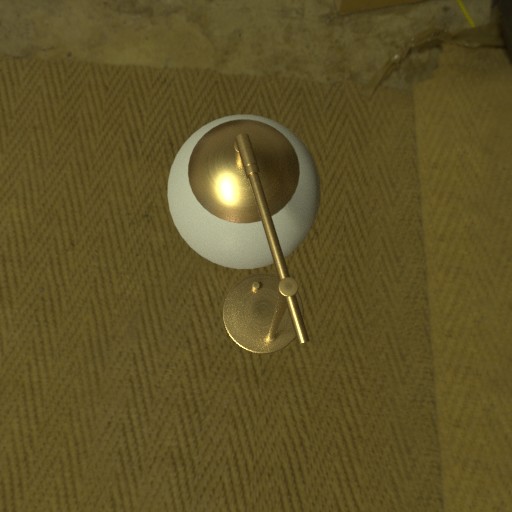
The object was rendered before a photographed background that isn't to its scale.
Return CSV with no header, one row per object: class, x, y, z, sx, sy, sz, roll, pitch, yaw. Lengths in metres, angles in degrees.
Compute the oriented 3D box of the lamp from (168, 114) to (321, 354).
lamp,0.000,0.000,0.702,0.207,0.559,0.324,-15,75,-4
